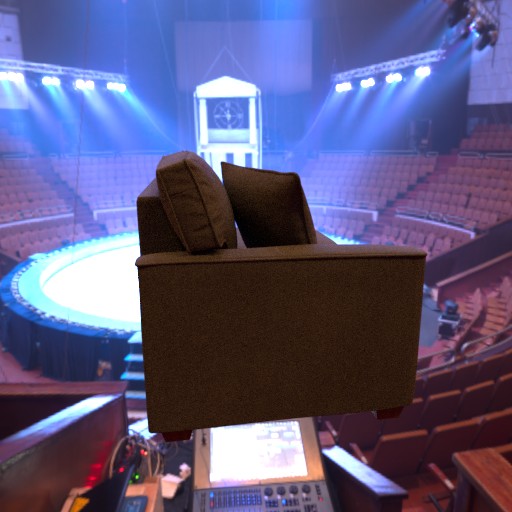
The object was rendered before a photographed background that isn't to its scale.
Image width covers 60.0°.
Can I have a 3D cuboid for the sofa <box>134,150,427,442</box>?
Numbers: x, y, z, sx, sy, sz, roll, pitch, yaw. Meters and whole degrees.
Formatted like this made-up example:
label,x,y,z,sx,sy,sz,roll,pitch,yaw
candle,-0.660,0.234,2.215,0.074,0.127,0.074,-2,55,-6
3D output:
label,x,y,z,sx,sy,sz,roll,pitch,yaw
sofa,0.000,0.000,2.113,0.991,0.989,1.388,-2,13,-10
